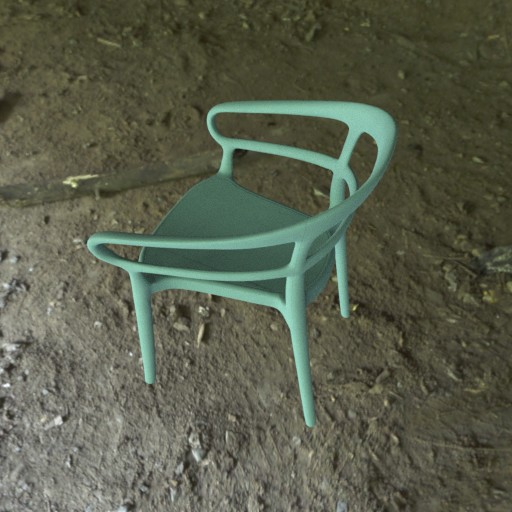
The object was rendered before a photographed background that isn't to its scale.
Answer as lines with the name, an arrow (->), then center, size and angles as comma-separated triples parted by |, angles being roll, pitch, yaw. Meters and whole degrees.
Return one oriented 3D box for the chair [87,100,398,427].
chair -> 0.000, 0.000, 1.124 | 0.527, 0.761, 0.559 | 16, 49, 15
